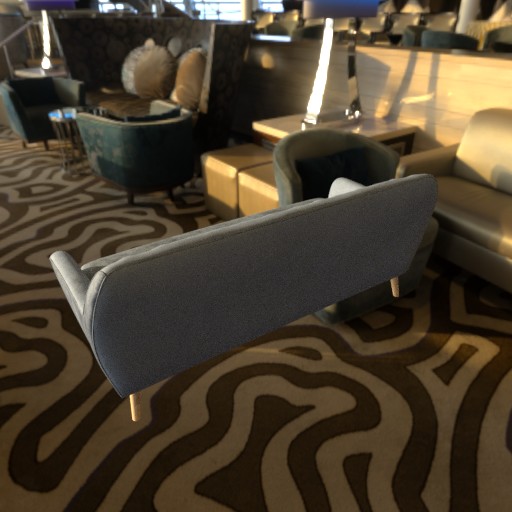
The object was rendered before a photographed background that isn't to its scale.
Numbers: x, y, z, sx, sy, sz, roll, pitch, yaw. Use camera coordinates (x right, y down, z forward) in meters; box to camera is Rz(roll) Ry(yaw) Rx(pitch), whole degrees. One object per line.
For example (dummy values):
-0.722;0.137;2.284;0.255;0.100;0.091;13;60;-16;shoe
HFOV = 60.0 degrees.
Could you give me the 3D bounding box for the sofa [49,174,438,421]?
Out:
0.000;0.000;2.454;1.975;0.832;0.841;-18;35;-29;sofa
